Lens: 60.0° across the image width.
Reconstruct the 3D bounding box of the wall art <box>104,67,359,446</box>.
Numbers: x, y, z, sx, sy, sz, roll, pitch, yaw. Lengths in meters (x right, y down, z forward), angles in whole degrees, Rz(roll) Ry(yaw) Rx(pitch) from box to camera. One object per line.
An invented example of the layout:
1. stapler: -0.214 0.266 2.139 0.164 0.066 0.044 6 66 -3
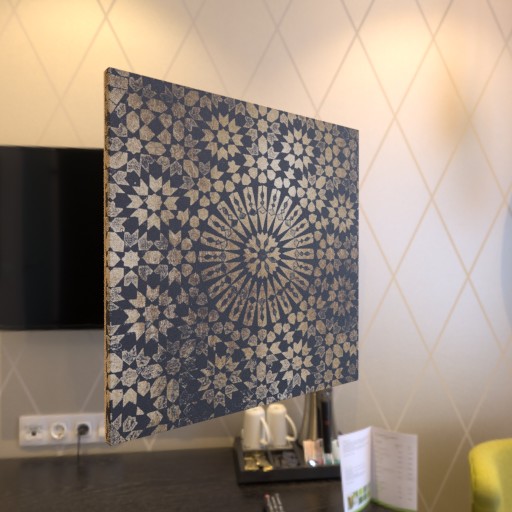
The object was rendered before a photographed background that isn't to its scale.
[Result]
1. wall art: 0.000 0.000 1.355 0.914 0.914 0.038 0 1 -37
